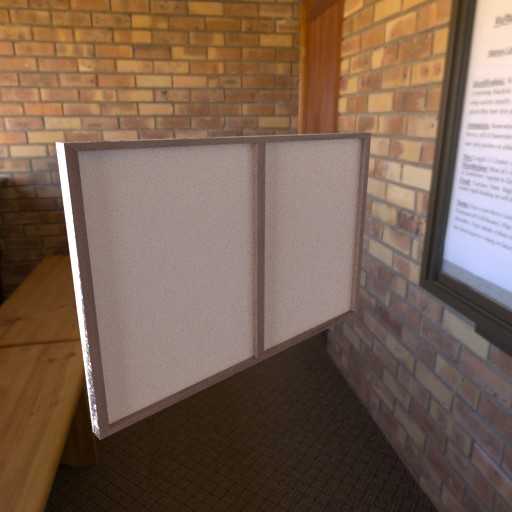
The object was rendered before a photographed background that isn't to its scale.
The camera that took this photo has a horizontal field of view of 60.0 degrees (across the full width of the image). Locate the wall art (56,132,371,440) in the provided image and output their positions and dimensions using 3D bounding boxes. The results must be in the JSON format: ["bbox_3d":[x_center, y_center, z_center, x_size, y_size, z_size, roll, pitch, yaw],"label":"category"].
[{"bbox_3d":[0.000,0.000,1.145,0.919,0.598,0.038,-15,23,-41],"label":"wall art"}]
